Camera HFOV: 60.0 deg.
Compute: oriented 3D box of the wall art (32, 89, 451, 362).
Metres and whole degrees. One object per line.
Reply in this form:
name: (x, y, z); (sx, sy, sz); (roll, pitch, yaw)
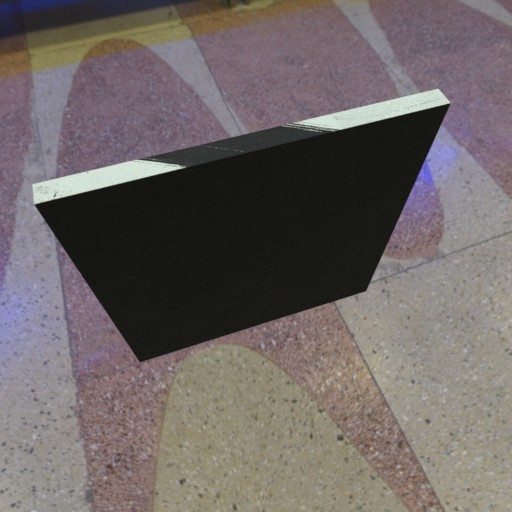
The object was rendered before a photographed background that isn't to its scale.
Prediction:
wall art: (0.000, 0.000, 1.108); (0.765, 0.765, 0.046); (-16, 59, -10)
